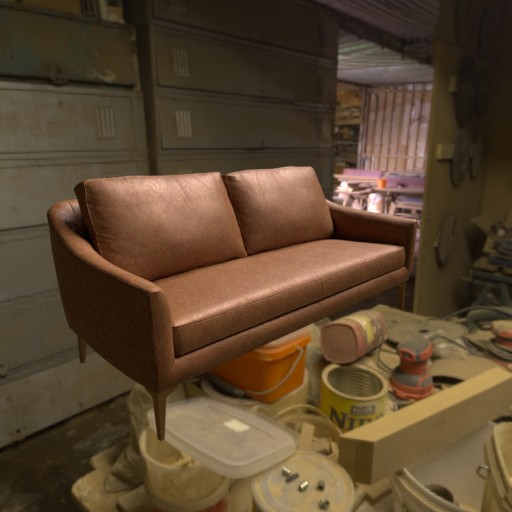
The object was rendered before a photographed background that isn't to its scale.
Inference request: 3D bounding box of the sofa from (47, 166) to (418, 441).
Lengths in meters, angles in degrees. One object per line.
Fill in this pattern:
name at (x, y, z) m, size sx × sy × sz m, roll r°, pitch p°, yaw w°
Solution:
sofa at (0.000, 0.000, 2.550) m, size 2.036 × 0.945 × 0.981 m, roll -14°, pitch 20°, yaw -43°
